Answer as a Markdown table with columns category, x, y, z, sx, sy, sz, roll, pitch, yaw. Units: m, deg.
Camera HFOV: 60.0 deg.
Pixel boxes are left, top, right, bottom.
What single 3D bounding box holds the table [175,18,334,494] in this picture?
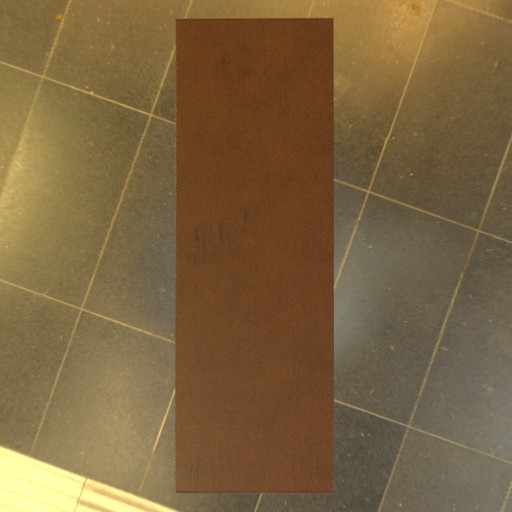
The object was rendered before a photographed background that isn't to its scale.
| category | x | y | z | sx | sy | sz | roll | pitch | yaw |
| --- | --- | --- | --- | --- | --- | --- | --- | --- | --- |
| table | 0.000 | 0.000 | 1.488 | 0.399 | 0.763 | 1.197 | 0 | 90 | 1 |
